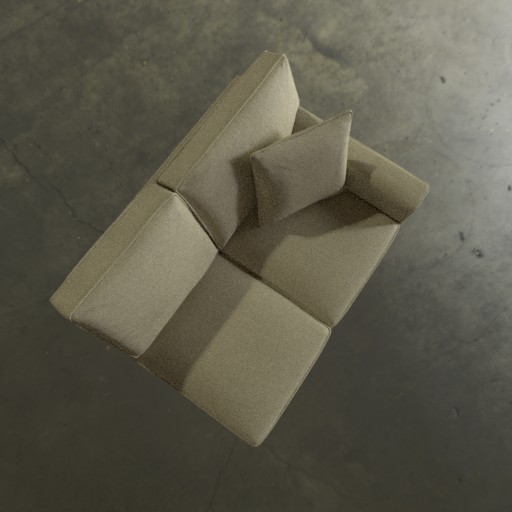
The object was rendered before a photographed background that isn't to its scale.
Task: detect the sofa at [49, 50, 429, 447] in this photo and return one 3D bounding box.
[{"bbox_3d":[0.000,0.000,2.060,0.991,0.989,1.388,34,78,9],"label":"sofa"}]
